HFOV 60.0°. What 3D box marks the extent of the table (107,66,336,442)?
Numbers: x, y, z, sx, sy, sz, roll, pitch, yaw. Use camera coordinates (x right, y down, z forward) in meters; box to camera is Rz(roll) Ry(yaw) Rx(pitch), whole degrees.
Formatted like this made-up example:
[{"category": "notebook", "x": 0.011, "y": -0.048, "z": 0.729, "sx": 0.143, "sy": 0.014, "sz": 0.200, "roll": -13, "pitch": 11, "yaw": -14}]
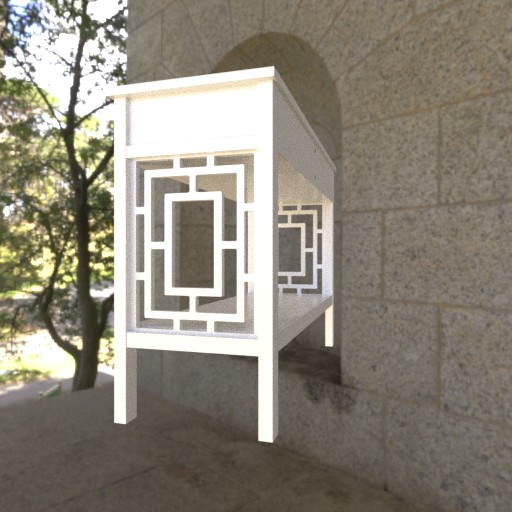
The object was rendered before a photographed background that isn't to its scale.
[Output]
[{"category": "table", "x": 0.000, "y": 0.000, "z": 1.444, "sx": 0.397, "sy": 0.753, "sz": 1.068, "roll": 0, "pitch": 0, "yaw": 17}]
